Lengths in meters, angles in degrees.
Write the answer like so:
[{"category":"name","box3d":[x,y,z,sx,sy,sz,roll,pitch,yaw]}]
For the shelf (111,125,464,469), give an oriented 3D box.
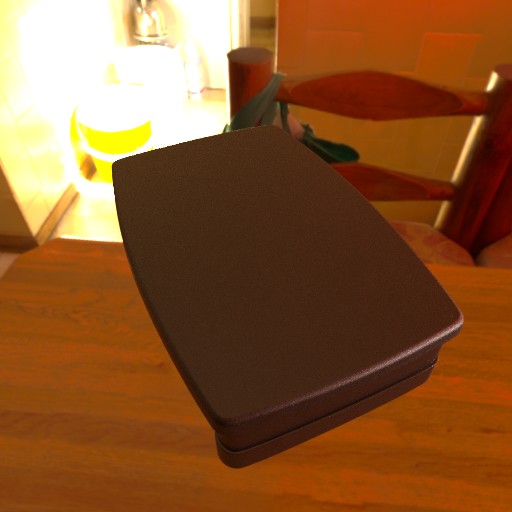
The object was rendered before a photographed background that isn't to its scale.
[{"category":"shelf","box3d":[0.000,0.000,0.520,0.280,0.100,0.410,-18,47,-17]}]
